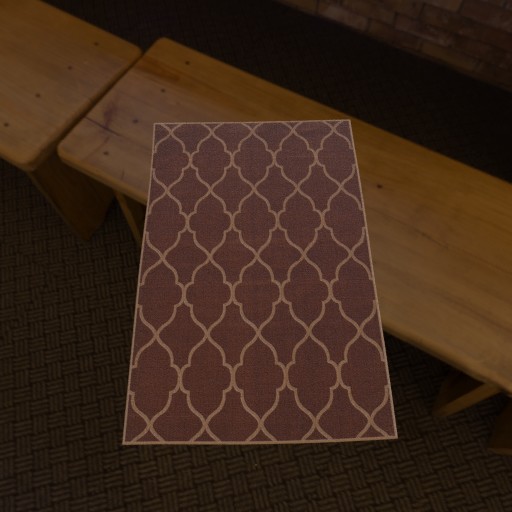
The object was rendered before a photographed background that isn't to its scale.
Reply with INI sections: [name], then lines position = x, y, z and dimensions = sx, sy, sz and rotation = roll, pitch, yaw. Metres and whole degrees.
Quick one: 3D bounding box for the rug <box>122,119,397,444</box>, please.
[rug]
position = 0.000, 0.000, 2.928
dimensions = 1.526, 0.014, 2.290
rotation = -1, 65, -1
